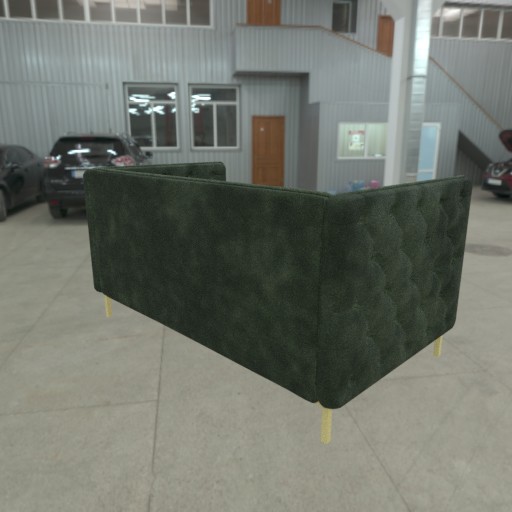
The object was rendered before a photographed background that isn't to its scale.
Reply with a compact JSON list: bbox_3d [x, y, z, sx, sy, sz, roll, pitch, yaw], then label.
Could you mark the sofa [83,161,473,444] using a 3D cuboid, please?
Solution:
[{"bbox_3d":[0.000,0.000,2.016,0.895,0.768,1.537,-14,21,-43],"label":"sofa"}]
